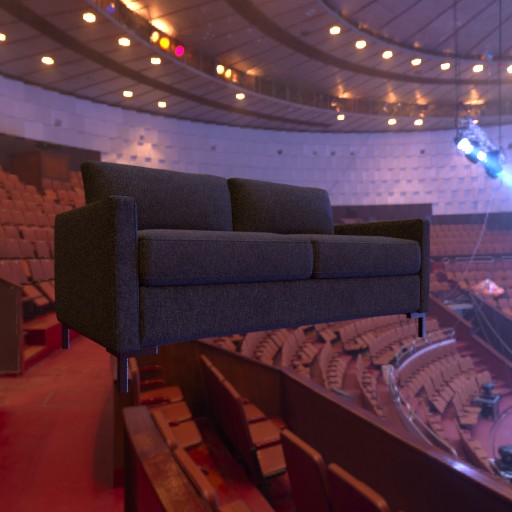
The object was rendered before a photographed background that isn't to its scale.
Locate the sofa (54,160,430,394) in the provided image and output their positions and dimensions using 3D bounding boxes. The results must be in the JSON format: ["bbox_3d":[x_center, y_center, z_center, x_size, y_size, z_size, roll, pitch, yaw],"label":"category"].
[{"bbox_3d":[0.000,0.000,2.197,1.716,0.862,0.866,0,0,-35],"label":"sofa"}]
